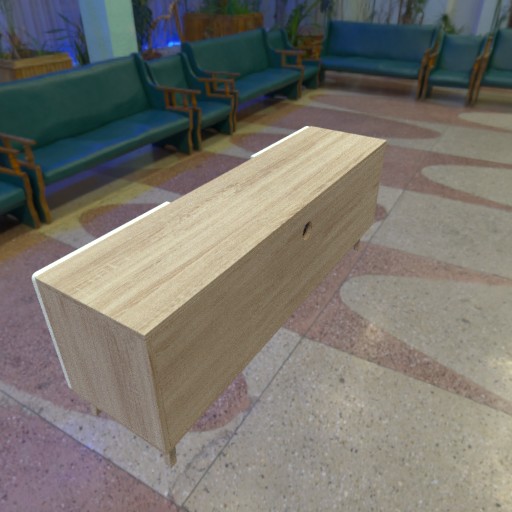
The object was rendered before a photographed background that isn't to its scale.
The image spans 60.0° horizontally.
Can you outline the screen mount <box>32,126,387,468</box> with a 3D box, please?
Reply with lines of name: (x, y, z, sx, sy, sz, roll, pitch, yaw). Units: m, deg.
screen mount: (0.000, 0.000, 1.711, 0.420, 0.570, 1.500, 20, 38, 27)
